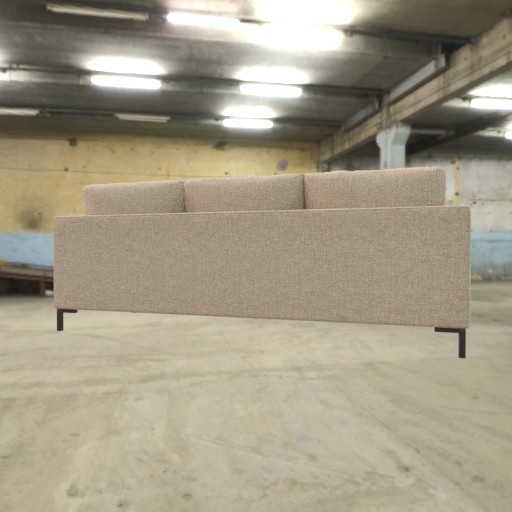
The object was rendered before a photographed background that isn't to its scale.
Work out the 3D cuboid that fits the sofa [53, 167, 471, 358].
[{"bbox_3d":[0.000,0.000,2.644,2.218,0.874,0.859,0,1,17],"label":"sofa"}]
